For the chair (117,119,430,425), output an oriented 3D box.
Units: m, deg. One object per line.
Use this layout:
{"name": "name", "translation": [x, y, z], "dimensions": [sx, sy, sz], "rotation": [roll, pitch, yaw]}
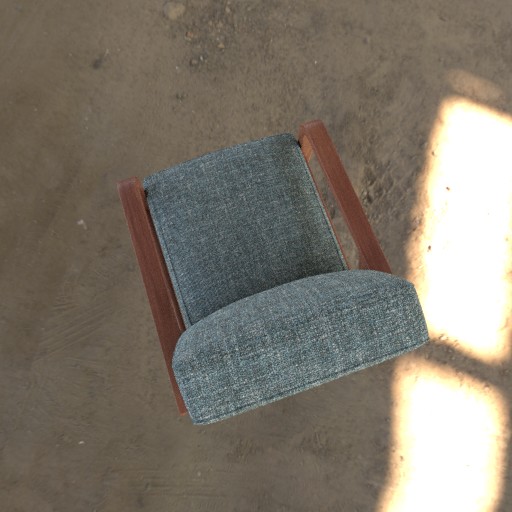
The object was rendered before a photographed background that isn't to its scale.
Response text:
{"name": "chair", "translation": [0.000, 0.000, 1.485], "dimensions": [0.719, 0.864, 0.889], "rotation": [-19, 77, -5]}
